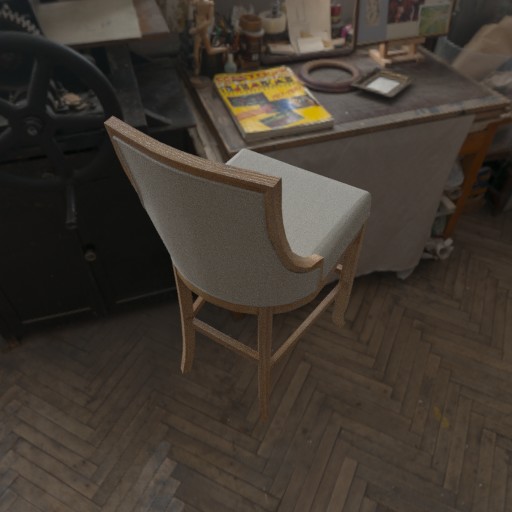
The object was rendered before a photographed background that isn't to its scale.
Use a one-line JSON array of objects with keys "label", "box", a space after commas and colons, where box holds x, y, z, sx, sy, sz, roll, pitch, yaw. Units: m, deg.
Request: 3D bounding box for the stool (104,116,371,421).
[{"label": "stool", "box": [0.000, 0.000, 1.451, 0.524, 1.101, 0.626, 24, 51, 22]}]
